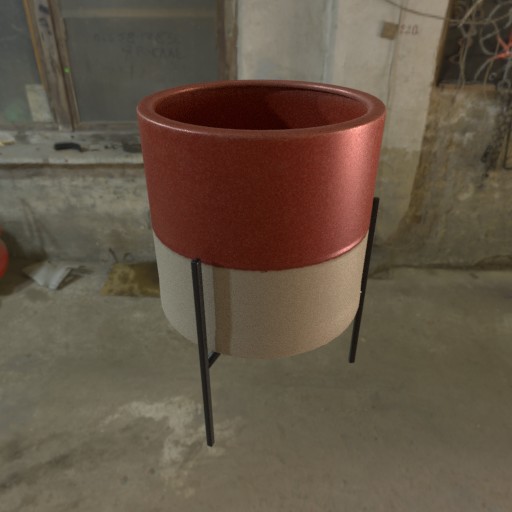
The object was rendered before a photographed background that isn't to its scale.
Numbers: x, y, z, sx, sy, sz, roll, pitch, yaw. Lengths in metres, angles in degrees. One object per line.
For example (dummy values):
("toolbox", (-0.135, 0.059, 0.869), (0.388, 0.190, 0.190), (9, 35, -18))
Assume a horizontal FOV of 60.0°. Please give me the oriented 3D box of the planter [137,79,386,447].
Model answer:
("planter", (0.000, 0.000, 0.519), (0.235, 0.354, 0.251), (-20, 37, -30))
